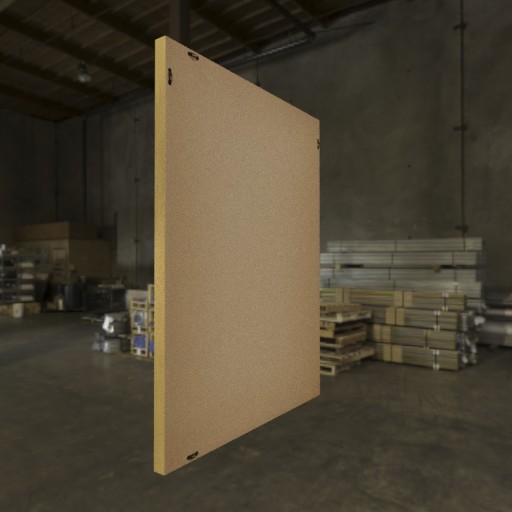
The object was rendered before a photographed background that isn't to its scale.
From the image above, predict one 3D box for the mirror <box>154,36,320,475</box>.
[{"bbox_3d":[0.000,0.000,1.341,0.040,1.016,0.762,-1,-1,36],"label":"mirror"}]
